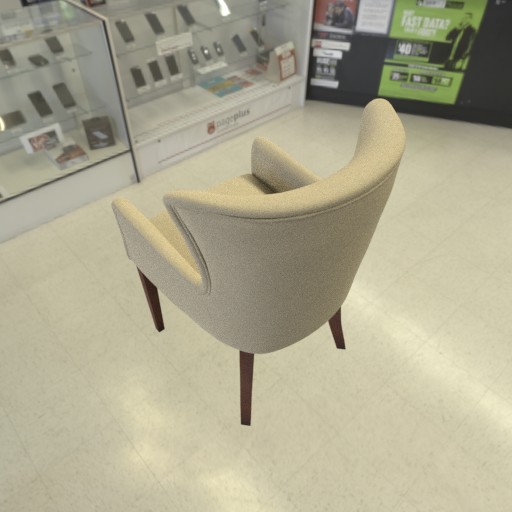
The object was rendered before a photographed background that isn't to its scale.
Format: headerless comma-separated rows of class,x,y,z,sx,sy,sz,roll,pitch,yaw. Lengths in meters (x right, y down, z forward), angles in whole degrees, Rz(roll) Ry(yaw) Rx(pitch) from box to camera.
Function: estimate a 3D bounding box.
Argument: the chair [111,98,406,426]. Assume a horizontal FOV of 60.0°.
chair,0.000,0.000,1.401,0.660,0.952,0.686,-30,52,-27
